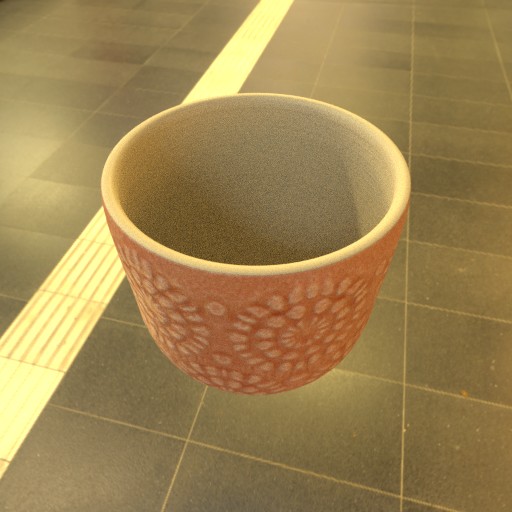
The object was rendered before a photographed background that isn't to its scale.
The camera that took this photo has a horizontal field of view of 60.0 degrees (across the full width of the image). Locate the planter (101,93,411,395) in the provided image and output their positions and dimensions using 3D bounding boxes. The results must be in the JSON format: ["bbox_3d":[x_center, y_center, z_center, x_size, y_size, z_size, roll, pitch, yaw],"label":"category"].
[{"bbox_3d":[0.000,0.000,0.218,0.124,0.109,0.124,0,46,0],"label":"planter"}]
